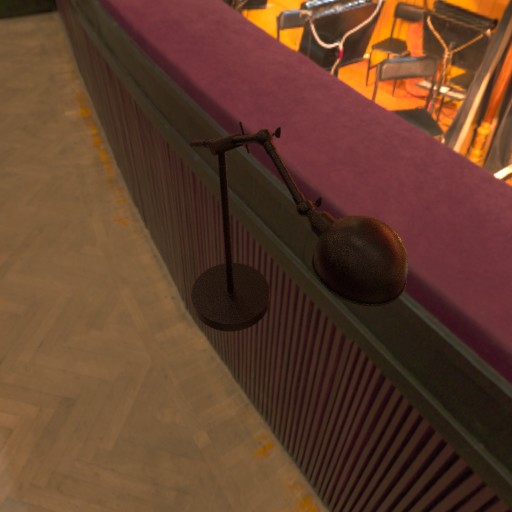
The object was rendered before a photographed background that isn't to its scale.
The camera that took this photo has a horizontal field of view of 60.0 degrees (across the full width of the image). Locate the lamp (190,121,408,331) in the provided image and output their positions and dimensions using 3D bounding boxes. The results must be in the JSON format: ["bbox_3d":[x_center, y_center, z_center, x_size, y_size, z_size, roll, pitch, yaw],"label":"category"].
[{"bbox_3d":[0.000,0.000,0.825,0.185,0.495,0.567,-25,51,-22],"label":"lamp"}]
